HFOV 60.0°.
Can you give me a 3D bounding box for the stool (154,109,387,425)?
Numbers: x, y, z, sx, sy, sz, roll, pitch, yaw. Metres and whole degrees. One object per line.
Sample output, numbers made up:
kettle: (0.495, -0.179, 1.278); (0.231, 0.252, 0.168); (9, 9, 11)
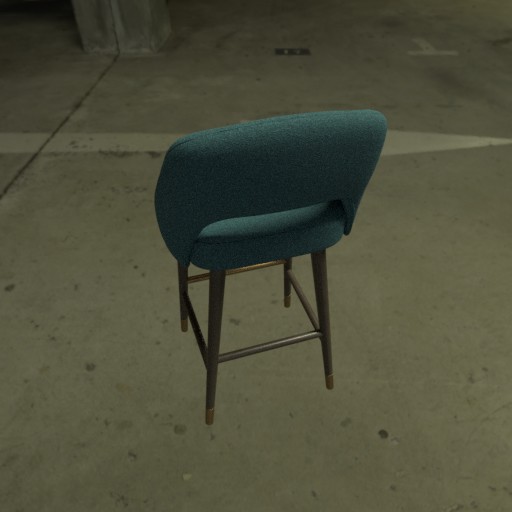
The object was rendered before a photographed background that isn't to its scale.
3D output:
stool: (0.000, 0.000, 1.316); (0.536, 1.032, 0.522); (-12, 40, -14)
